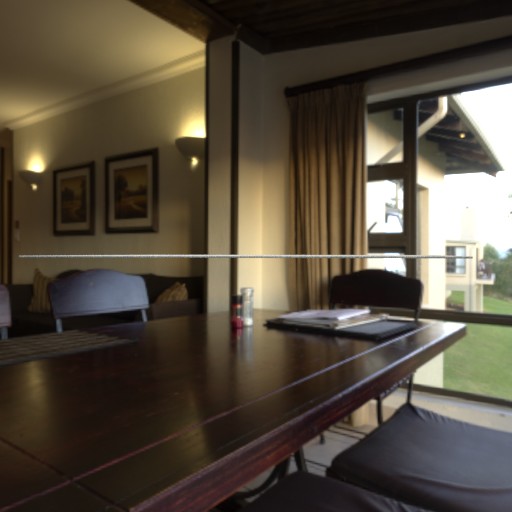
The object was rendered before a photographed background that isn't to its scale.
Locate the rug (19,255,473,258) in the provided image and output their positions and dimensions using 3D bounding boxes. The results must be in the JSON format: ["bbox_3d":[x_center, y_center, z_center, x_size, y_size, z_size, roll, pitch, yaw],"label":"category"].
[{"bbox_3d":[0.000,0.000,2.163,1.752,0.006,1.142,0,0,18],"label":"rug"}]
